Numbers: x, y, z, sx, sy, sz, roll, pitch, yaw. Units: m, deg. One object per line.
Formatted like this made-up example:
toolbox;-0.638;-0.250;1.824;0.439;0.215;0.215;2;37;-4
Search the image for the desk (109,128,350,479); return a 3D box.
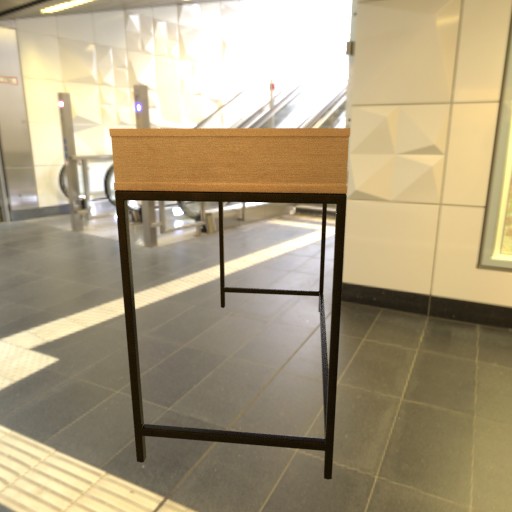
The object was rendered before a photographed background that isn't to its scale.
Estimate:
desk;0.000;0.000;1.413;0.470;0.762;1.016;2;15;7
